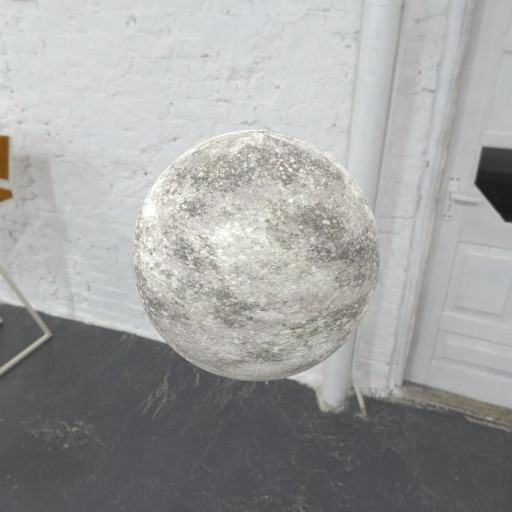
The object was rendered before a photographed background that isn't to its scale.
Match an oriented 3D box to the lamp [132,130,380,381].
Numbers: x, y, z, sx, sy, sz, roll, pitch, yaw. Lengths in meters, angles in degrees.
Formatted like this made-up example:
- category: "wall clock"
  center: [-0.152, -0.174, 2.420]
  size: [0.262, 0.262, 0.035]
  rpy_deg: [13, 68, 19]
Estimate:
- category: "lamp"
  center: [0.000, 0.000, 0.782]
  size: [0.422, 0.429, 0.422]
  rpy_deg: [0, 25, 0]
